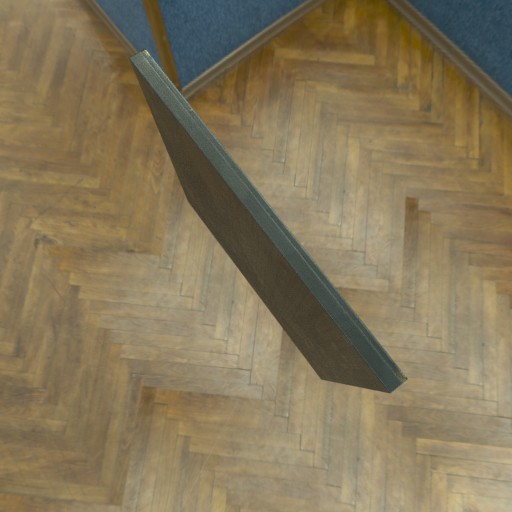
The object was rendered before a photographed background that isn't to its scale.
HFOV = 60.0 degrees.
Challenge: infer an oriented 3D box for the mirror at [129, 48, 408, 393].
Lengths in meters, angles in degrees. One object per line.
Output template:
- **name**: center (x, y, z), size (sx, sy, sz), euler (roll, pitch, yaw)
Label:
- **mirror**: center (0.000, 0.000, 0.571), size (0.020, 0.381, 0.382), euler (-36, 79, -8)
